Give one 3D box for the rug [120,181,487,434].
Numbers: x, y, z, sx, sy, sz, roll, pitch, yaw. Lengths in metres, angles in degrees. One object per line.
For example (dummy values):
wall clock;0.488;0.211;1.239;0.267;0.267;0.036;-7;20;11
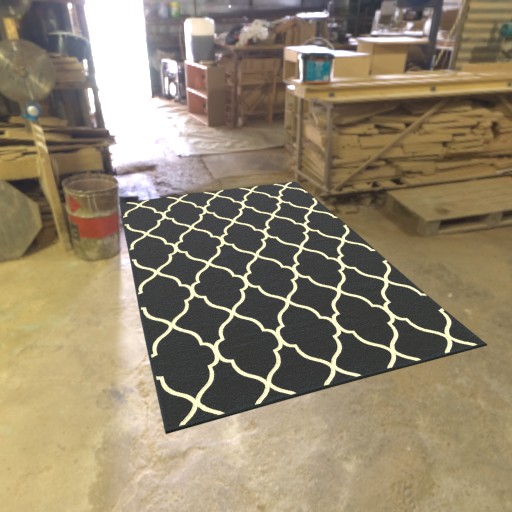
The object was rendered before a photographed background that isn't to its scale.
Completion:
rug;0.000;0.000;2.812;1.528;0.014;2.294;-10;32;-16
